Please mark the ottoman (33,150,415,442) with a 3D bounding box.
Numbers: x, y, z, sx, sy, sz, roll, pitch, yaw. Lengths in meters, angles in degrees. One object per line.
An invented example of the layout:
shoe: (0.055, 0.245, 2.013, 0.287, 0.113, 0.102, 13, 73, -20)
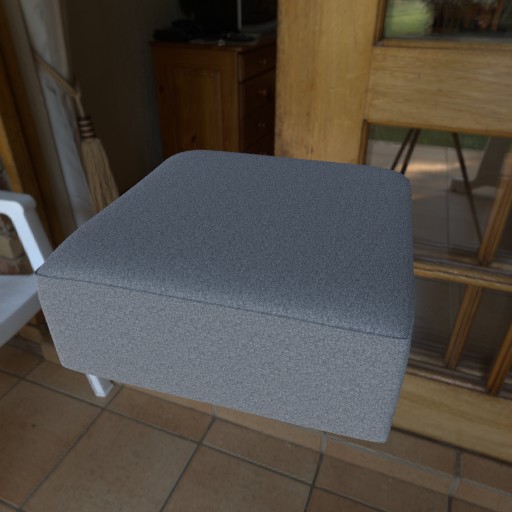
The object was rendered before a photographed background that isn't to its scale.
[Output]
ottoman: (0.000, 0.000, 1.581, 1.015, 0.464, 1.005, 9, 33, 13)
